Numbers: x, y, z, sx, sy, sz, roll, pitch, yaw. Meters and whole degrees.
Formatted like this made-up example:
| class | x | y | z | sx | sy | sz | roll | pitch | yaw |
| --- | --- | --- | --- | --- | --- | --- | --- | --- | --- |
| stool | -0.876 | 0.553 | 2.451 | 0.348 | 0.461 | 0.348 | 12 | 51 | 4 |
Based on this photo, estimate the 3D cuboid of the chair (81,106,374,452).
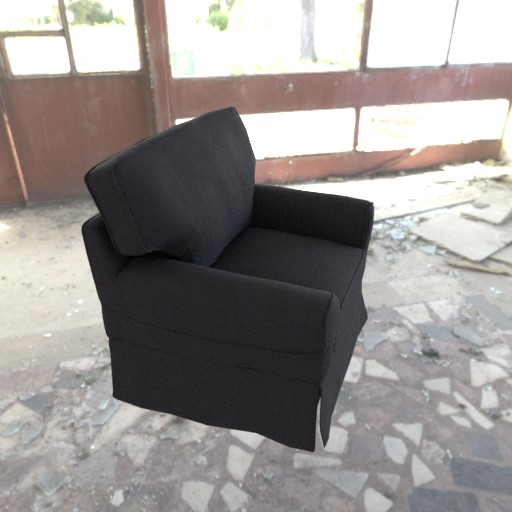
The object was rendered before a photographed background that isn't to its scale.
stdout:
| class | x | y | z | sx | sy | sz | roll | pitch | yaw |
| --- | --- | --- | --- | --- | --- | --- | --- | --- | --- |
| chair | 0.000 | 0.000 | 2.027 | 1.002 | 1.140 | 1.119 | 11 | 31 | 18 |
